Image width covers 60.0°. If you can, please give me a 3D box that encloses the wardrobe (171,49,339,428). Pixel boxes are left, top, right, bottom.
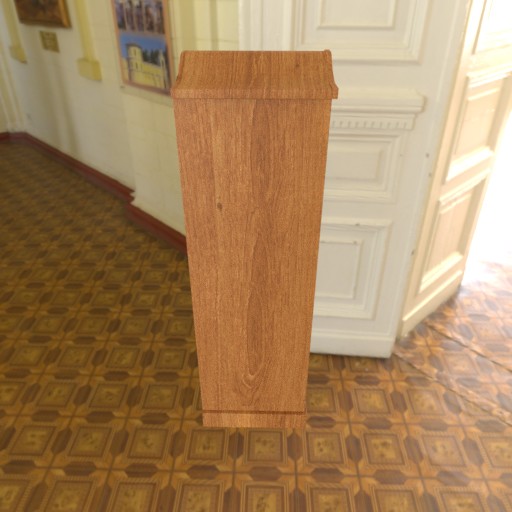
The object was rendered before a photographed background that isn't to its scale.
[{"bbox_3d":[0.000,0.000,2.203,0.570,1.870,0.590,1,32,1],"label":"wardrobe"}]
